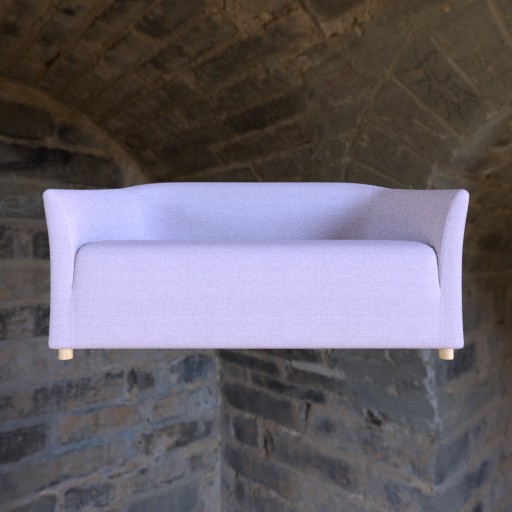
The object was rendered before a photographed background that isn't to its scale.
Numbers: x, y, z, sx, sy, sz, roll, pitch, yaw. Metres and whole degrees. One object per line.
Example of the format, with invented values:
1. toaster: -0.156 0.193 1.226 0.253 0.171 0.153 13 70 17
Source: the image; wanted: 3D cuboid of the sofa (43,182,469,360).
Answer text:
1. sofa: 0.000 0.000 1.842 1.452 0.721 0.705 0 -1 0
